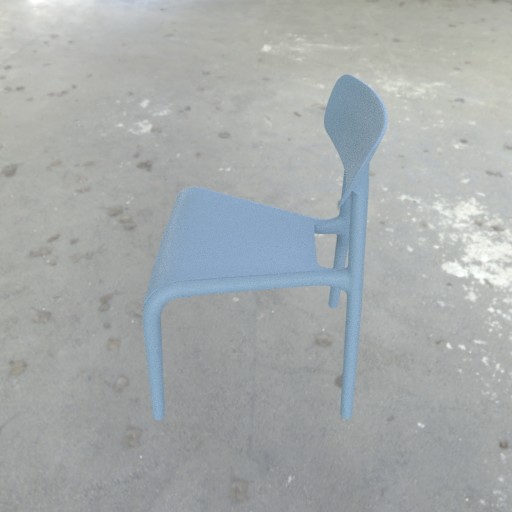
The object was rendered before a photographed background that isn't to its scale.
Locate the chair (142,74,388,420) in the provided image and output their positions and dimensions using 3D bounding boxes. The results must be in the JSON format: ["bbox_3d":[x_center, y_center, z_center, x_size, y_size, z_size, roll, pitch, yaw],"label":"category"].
[{"bbox_3d":[0.000,0.000,0.822,0.401,0.580,0.356,2,41,2],"label":"chair"}]
